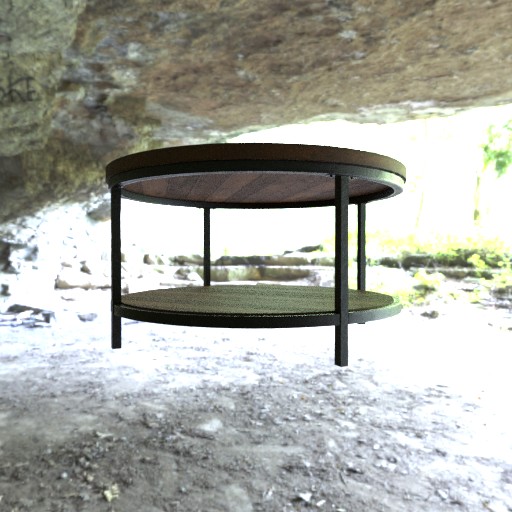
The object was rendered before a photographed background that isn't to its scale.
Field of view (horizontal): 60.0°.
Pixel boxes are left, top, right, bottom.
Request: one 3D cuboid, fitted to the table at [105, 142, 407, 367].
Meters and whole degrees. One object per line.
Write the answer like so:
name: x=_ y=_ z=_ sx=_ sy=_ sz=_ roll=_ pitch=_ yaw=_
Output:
table: x=0.000 y=0.000 z=1.303 sx=0.837 sy=0.462 sz=0.837 roll=0 pitch=1 yaw=0
